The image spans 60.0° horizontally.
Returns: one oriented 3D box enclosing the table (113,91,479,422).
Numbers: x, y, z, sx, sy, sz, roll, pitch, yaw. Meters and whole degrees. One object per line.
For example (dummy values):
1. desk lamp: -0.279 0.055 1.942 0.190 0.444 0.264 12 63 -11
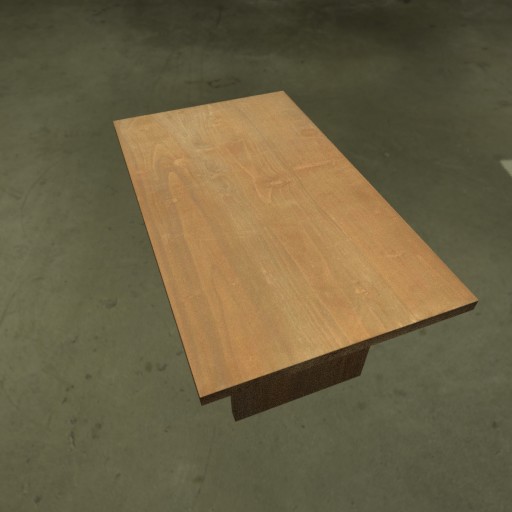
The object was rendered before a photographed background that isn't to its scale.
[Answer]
1. table: 0.000 0.000 2.135 0.946 0.780 1.609 -15 48 -14
